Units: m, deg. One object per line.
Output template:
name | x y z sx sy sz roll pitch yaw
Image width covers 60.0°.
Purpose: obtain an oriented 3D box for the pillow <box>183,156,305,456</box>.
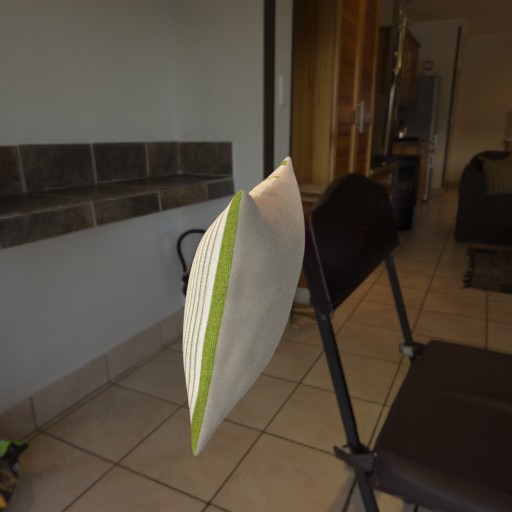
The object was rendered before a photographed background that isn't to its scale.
pillow | 0.000 0.000 0.727 0.156 0.292 0.608 2 15 8
